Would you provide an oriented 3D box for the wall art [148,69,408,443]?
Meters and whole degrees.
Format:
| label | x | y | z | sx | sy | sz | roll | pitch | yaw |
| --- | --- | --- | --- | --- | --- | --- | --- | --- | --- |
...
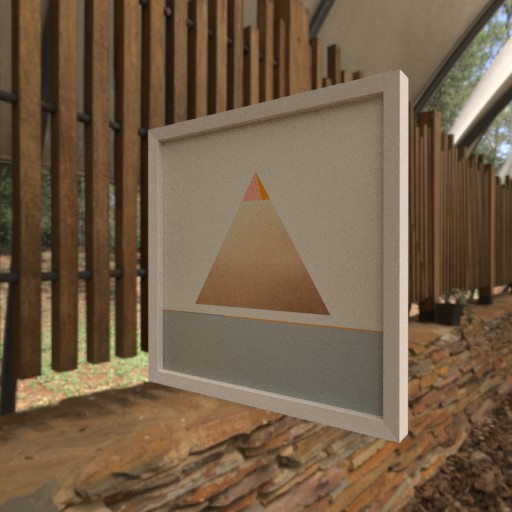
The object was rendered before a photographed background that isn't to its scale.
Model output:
| label | x | y | z | sx | sy | sz | roll | pitch | yaw |
| --- | --- | --- | --- | --- | --- | --- | --- | --- | --- |
| wall art | 0.000 | 0.000 | 1.945 | 1.289 | 1.291 | 0.098 | 0 | 0 | 35 |
